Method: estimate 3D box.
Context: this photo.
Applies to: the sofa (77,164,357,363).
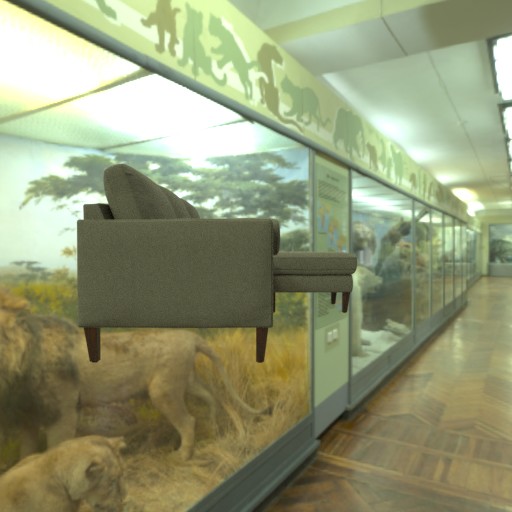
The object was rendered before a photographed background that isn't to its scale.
[{"bbox_3d":[0.000,0.000,2.932,1.506,0.875,2.178,0,1,0],"label":"sofa"}]
